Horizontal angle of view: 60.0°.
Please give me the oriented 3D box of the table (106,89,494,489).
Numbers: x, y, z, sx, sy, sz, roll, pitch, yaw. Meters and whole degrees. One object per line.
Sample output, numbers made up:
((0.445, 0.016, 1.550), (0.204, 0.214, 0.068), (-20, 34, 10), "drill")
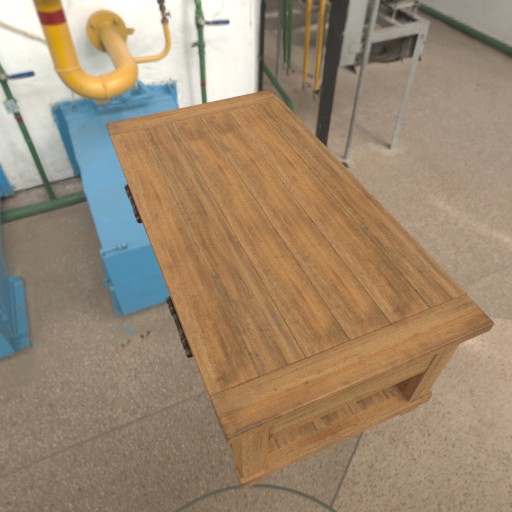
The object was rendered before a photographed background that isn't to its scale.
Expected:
((0.000, 0.000, 1.531), (0.693, 0.494, 1.270), (-18, 49, -16), "table")
